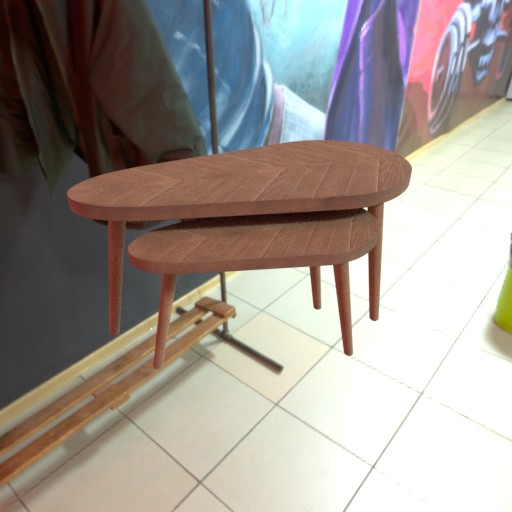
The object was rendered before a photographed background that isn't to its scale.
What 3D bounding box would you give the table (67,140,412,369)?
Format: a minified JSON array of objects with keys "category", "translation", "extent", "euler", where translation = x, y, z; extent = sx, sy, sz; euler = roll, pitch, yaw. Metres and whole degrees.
[{"category":"table","translation":[0.000,0.000,1.631],"extent":[1.190,0.595,0.701],"euler":[-9,33,-15]}]
